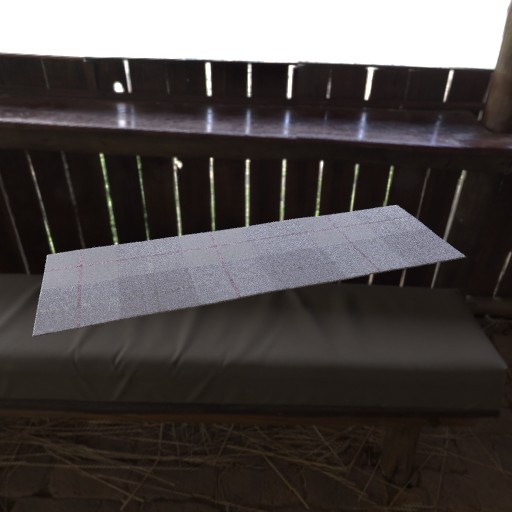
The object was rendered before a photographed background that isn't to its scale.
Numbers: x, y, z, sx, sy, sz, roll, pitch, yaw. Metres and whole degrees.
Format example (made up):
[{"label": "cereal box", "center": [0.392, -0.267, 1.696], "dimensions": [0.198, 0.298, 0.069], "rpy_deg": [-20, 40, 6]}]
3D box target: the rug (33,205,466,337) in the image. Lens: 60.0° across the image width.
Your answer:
[{"label": "rug", "center": [0.000, 0.000, 2.705], "dimensions": [2.439, 0.013, 0.762], "rpy_deg": [-9, 33, -14]}]
